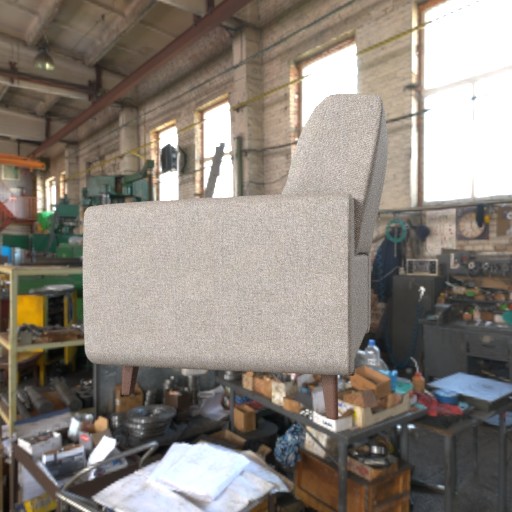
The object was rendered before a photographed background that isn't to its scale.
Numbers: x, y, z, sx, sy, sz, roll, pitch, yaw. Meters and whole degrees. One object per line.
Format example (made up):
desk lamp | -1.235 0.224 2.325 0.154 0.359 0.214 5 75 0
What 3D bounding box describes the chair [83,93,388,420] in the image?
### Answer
chair | 0.000 0.000 1.665 0.942 0.968 0.845 0 1 18
